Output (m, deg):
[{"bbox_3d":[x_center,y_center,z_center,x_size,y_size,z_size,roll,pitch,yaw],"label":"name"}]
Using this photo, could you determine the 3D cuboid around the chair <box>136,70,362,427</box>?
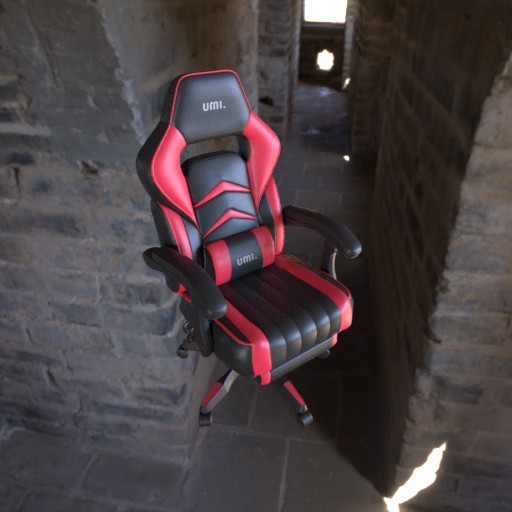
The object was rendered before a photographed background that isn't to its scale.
[{"bbox_3d":[0.000,0.000,1.654,0.700,1.220,0.700,-21,37,-30],"label":"chair"}]
